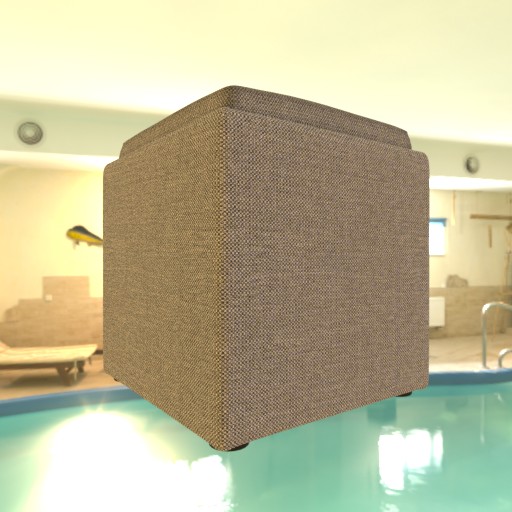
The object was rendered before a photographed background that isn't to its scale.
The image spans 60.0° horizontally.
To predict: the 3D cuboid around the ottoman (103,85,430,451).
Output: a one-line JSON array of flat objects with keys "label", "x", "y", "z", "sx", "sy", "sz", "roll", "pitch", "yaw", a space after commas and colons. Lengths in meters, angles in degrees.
[{"label": "ottoman", "x": 0.000, "y": 0.000, "z": 0.832, "sx": 0.436, "sy": 0.487, "sz": 0.454, "roll": 0, "pitch": 1, "yaw": -36}]
